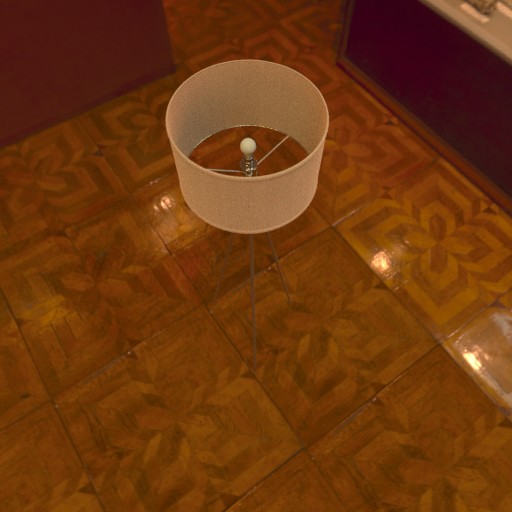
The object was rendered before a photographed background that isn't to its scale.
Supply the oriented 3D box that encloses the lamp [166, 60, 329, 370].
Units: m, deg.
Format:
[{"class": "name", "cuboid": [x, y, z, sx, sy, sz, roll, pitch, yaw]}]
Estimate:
[{"class": "lamp", "cuboid": [0.000, 0.000, 1.793, 0.460, 1.545, 0.449, -30, 66, -15]}]
